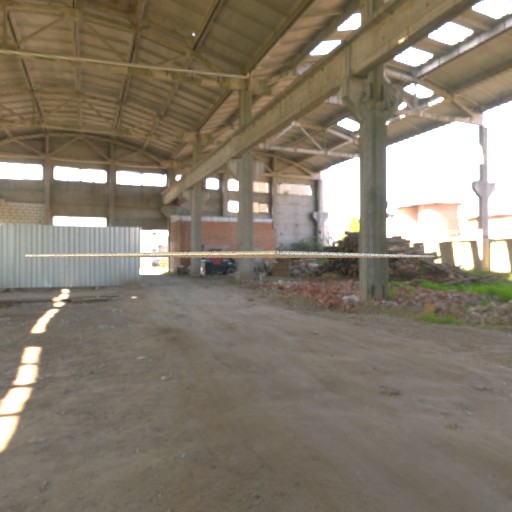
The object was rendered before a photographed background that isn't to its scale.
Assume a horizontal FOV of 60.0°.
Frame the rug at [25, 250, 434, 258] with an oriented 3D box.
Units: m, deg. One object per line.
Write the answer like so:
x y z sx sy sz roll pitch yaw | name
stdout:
0.000 0.000 4.112 2.420 0.019 3.038 0 -1 36 | rug
